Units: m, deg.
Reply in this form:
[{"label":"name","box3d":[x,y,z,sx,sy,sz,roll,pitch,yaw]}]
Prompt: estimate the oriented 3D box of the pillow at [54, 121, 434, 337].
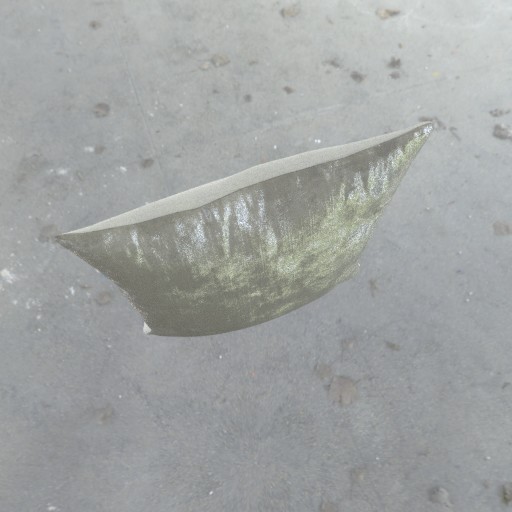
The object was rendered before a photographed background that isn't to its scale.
[{"label":"pillow","box3d":[0.000,0.000,0.720,0.470,0.464,0.175,-18,66,-8]}]
